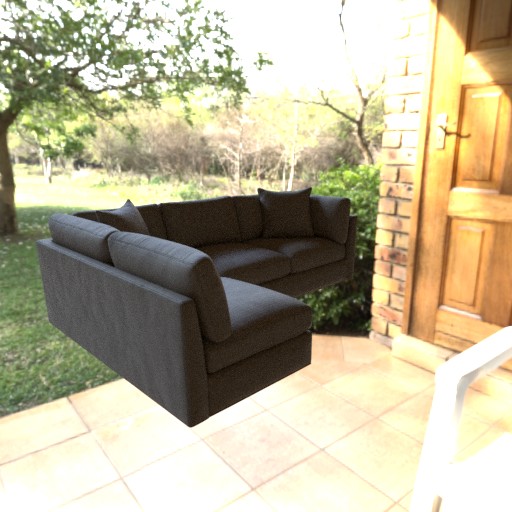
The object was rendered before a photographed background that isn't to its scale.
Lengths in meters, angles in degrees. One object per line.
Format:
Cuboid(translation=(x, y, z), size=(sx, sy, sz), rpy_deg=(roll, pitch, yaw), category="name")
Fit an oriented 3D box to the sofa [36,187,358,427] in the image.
Cuboid(translation=(0.000, 0.000, 3.795), size=(2.896, 0.978, 1.994), rpy_deg=(-13, 19, -43), category="sofa")
